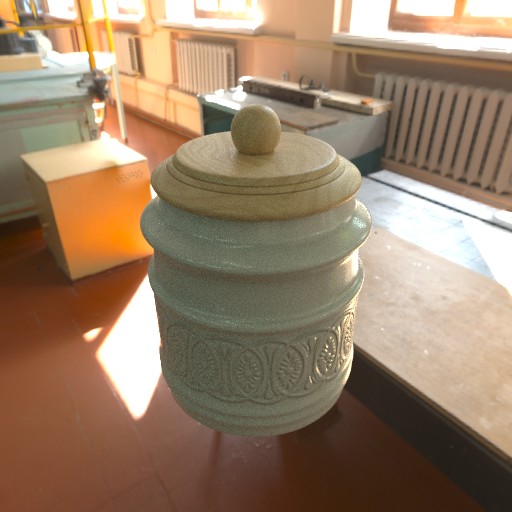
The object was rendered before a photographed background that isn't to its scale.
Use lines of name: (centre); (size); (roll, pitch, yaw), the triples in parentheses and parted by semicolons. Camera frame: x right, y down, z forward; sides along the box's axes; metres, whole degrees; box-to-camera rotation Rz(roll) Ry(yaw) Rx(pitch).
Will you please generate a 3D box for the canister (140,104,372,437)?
canister: (0.000, 0.000, 0.268); (0.130, 0.176, 0.130); (0, 30, 0)
